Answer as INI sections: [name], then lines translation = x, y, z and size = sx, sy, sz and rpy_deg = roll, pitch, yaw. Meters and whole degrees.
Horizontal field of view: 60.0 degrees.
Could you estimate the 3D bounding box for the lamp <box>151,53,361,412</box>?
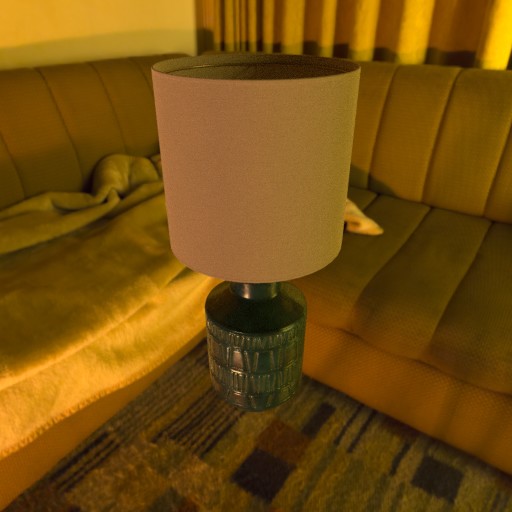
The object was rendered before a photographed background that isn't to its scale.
[lamp]
translation = 0.000, 0.000, 0.569
size = 0.211, 0.455, 0.211
rpy_deg = 7, 31, 12
